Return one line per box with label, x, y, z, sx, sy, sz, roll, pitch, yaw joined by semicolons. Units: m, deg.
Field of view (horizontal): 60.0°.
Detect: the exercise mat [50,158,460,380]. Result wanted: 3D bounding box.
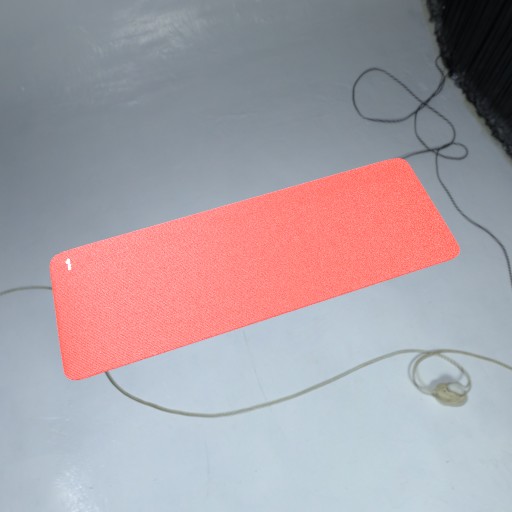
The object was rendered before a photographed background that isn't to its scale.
exercise mat;0.000;0.000;2.092;1.869;0.021;0.616;-17;65;-8
